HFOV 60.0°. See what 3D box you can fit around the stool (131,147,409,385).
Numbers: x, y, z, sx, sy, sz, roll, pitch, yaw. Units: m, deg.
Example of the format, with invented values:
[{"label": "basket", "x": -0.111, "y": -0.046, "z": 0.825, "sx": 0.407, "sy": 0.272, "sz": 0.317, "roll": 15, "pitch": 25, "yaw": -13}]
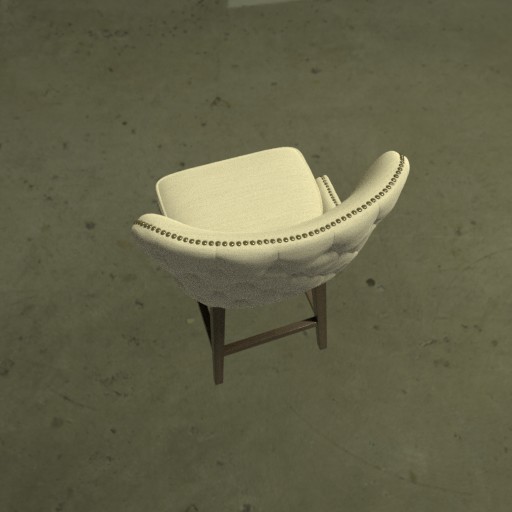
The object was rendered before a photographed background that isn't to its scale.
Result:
[{"label": "stool", "x": 0.000, "y": 0.000, "z": 1.365, "sx": 0.615, "sy": 0.972, "sz": 0.597, "roll": -16, "pitch": 59, "yaw": -10}]
